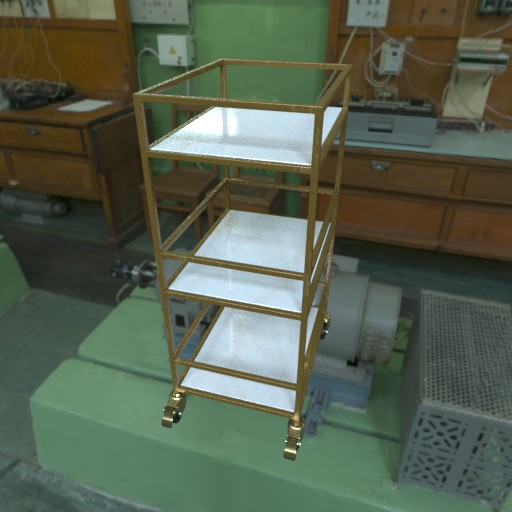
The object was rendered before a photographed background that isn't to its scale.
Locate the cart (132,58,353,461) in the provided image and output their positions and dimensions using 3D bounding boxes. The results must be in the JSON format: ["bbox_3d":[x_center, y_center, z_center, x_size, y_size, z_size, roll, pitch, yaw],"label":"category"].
[{"bbox_3d":[0.000,0.000,1.011,0.332,0.761,0.483,9,33,14],"label":"cart"}]
